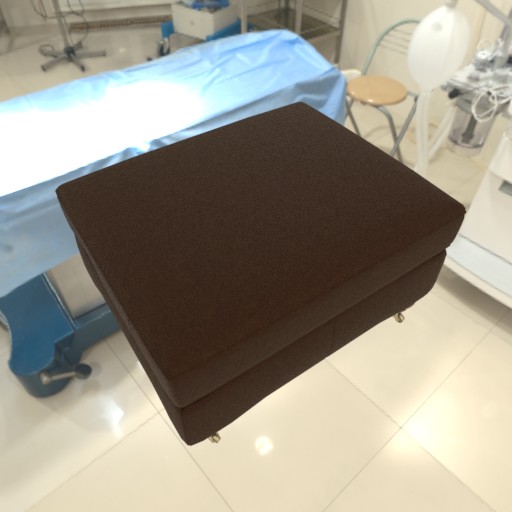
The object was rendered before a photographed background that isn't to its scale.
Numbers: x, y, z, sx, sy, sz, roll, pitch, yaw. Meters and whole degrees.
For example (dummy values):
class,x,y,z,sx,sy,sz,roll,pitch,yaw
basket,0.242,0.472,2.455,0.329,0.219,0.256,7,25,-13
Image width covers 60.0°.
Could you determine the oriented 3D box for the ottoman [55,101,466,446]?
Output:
class,x,y,z,sx,sy,sz,roll,pitch,yaw
ottoman,0.000,0.000,1.819,1.187,0.730,0.967,-26,52,-23
